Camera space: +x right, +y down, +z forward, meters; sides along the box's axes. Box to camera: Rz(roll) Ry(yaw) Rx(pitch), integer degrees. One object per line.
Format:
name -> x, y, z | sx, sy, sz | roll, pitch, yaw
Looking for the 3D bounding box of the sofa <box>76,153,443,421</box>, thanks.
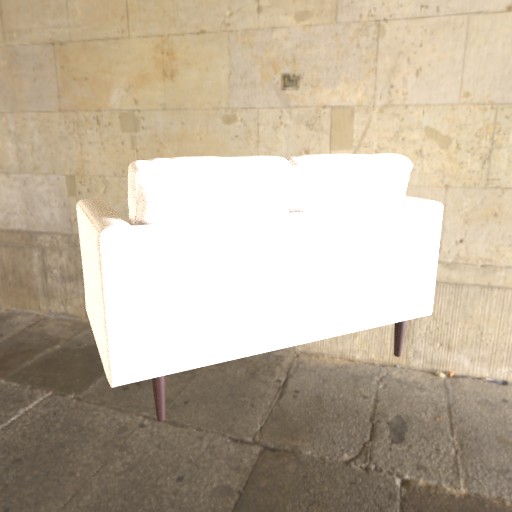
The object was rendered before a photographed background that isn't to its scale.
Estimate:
sofa -> 0.000, 0.000, 2.004 | 1.430, 0.908, 0.796 | -7, 16, -25
